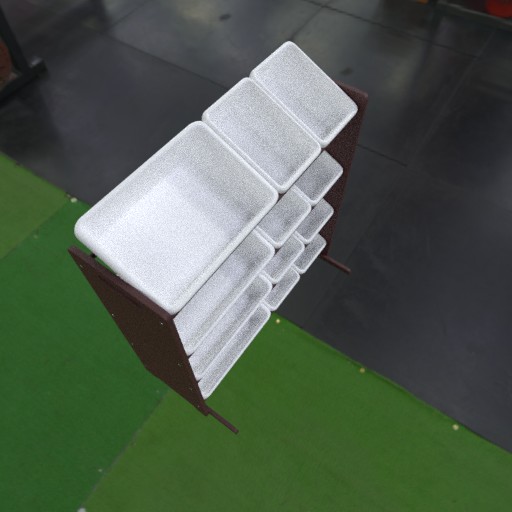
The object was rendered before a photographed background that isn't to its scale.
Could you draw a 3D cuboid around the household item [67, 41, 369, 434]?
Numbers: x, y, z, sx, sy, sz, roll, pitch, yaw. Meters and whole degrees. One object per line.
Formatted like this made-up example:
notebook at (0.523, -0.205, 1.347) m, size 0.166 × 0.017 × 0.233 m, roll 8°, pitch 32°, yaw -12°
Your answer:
household item at (0.000, 0.000, 1.308) m, size 0.389 × 0.864 × 0.787 m, roll 32°, pitch 63°, yaw 18°
